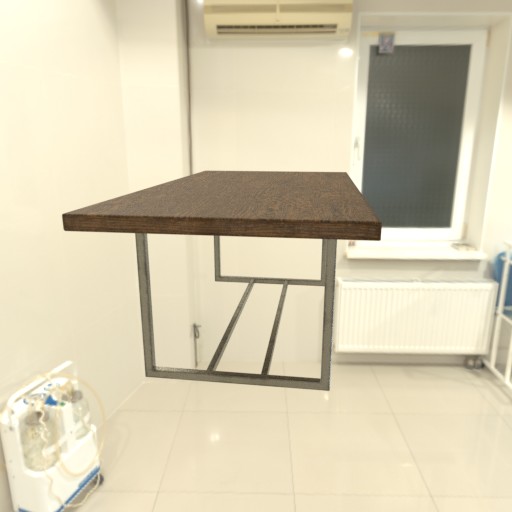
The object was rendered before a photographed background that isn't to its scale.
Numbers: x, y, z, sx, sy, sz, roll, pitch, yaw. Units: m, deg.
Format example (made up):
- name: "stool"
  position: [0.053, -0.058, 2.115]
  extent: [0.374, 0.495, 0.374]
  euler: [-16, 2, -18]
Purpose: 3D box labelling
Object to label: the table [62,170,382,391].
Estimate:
- name: "table"
  position: [0.000, 0.000, 2.511]
  extent: [1.078, 0.795, 1.989]
  euler: [2, 15, 8]
